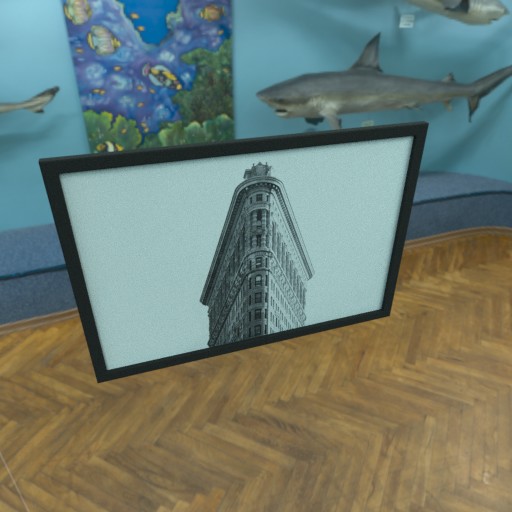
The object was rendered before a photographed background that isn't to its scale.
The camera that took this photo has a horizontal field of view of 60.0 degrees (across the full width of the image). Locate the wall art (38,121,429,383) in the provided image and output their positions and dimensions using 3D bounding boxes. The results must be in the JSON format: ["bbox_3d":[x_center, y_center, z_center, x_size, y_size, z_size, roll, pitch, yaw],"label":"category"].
[{"bbox_3d":[0.000,0.000,1.229,0.958,0.656,0.026,-10,33,-15],"label":"wall art"}]
